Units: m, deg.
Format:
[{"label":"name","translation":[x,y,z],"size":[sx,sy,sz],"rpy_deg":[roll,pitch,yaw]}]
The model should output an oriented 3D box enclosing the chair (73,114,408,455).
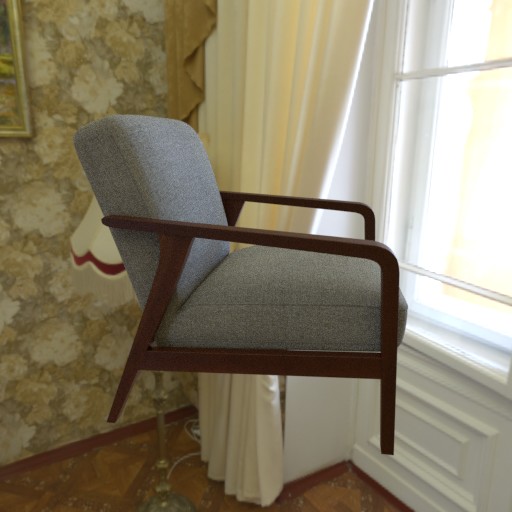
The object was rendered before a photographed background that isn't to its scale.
[{"label":"chair","translation":[0.000,0.000,1.407],"size":[0.858,0.847,0.704],"rpy_deg":[3,15,10]}]
